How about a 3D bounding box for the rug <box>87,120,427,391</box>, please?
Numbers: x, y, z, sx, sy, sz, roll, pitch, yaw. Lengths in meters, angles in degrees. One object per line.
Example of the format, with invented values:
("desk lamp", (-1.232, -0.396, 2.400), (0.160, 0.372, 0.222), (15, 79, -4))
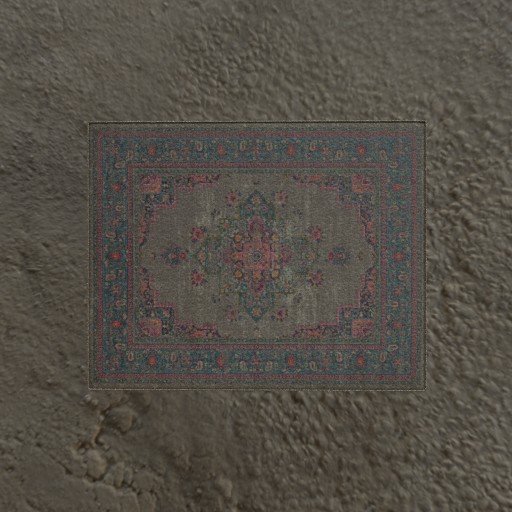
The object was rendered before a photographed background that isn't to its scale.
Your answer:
("rug", (0.000, 0.000, 3.997), (3.057, 0.013, 2.434), (0, 90, 1))
